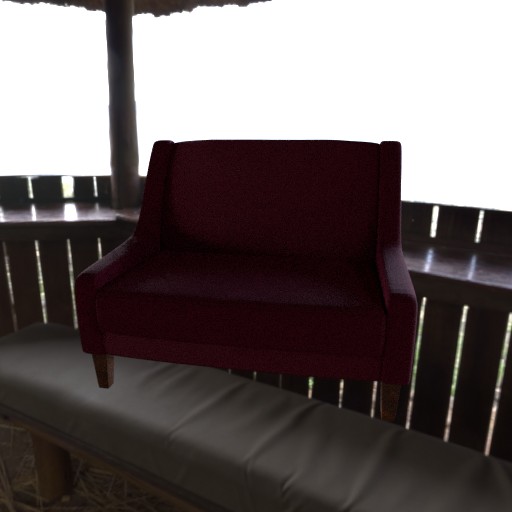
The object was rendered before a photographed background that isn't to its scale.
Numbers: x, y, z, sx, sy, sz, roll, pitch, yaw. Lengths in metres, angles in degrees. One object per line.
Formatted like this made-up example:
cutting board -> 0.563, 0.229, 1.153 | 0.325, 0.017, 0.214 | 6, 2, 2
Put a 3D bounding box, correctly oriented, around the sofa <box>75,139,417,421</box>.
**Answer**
sofa -> 0.000, 0.000, 1.932 | 1.242, 0.976, 0.946 | 3, 16, 11
